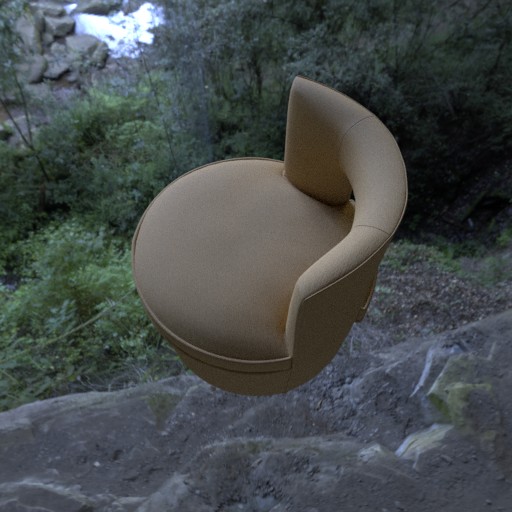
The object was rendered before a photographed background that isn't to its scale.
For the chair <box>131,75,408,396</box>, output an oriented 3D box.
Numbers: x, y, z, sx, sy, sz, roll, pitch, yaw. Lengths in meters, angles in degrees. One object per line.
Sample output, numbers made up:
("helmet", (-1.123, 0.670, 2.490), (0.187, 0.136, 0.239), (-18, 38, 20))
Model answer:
("chair", (0.000, 0.000, 1.228), (0.665, 0.723, 0.650), (1, 58, 1))
